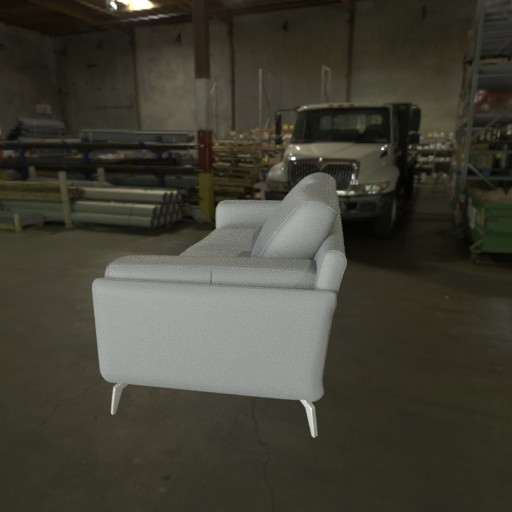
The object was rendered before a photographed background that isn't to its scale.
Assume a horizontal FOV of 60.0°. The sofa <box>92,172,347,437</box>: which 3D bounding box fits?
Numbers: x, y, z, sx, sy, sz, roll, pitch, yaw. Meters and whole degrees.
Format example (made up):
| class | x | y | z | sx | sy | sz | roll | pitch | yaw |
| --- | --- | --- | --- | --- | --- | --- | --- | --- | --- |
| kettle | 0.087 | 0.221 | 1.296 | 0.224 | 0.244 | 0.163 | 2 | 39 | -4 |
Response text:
| class | x | y | z | sx | sy | sz | roll | pitch | yaw |
| --- | --- | --- | --- | --- | --- | --- | --- | --- | --- |
| sofa | 0.000 | 0.000 | 2.642 | 0.969 | 0.900 | 2.100 | 2 | 15 | 9 |
